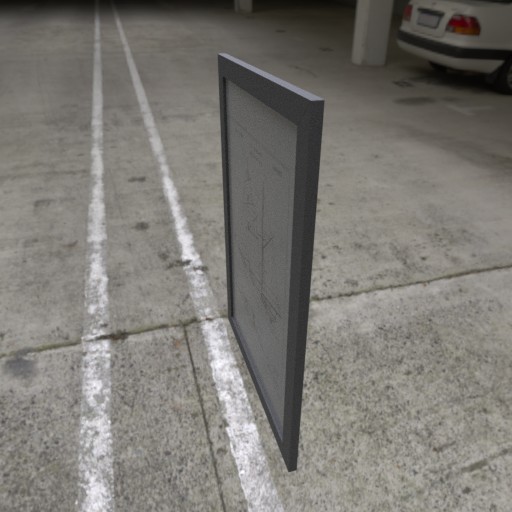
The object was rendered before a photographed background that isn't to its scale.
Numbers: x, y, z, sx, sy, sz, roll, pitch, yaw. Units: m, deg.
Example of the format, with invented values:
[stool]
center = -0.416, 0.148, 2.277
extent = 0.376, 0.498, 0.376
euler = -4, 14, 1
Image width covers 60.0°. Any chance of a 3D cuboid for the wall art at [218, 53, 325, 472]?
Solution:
[wall art]
center = 0.000, 0.000, 0.683
extent = 0.013, 0.534, 0.380
euler = -9, 32, -14
